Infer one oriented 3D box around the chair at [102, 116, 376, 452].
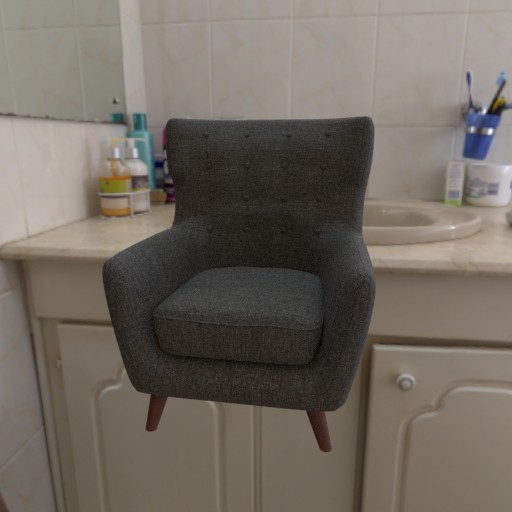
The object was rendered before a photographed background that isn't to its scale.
[{"bbox_3d":[0.000,0.000,1.729,0.878,1.063,0.904,2,14,10],"label":"chair"}]
